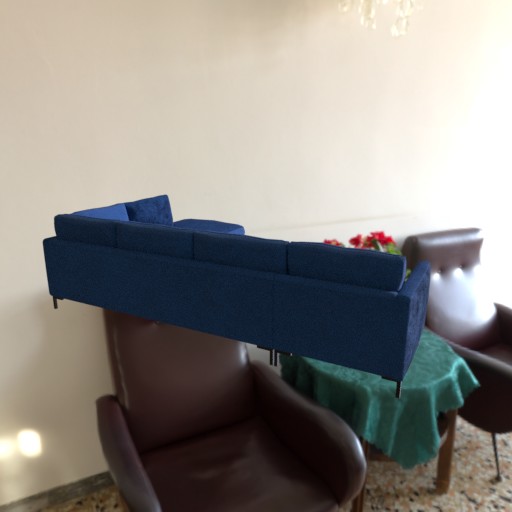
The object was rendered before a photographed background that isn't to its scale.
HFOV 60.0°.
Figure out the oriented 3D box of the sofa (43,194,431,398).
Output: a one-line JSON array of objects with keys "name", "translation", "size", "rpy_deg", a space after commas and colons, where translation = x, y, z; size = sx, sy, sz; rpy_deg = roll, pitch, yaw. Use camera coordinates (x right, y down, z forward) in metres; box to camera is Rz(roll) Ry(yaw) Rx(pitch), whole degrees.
[{"name": "sofa", "translation": [0.000, 0.000, 3.261], "size": [2.486, 0.687, 1.707], "rpy_deg": [8, 18, 27]}]
